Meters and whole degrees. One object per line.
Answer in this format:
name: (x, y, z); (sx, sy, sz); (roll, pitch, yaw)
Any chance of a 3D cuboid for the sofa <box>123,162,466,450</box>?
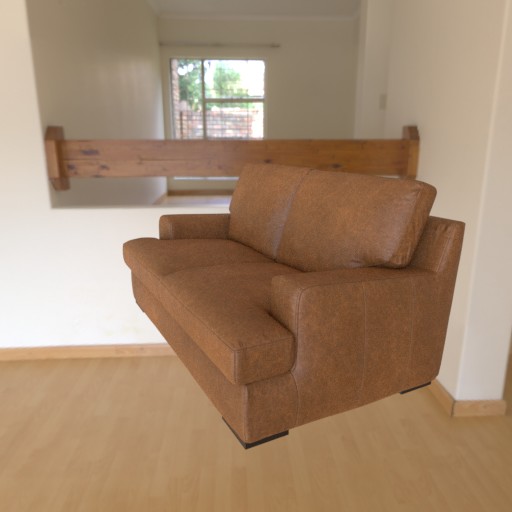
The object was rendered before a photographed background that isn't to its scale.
sofa: (0.000, 0.000, 2.509); (1.144, 0.966, 1.880); (-8, 17, -27)
